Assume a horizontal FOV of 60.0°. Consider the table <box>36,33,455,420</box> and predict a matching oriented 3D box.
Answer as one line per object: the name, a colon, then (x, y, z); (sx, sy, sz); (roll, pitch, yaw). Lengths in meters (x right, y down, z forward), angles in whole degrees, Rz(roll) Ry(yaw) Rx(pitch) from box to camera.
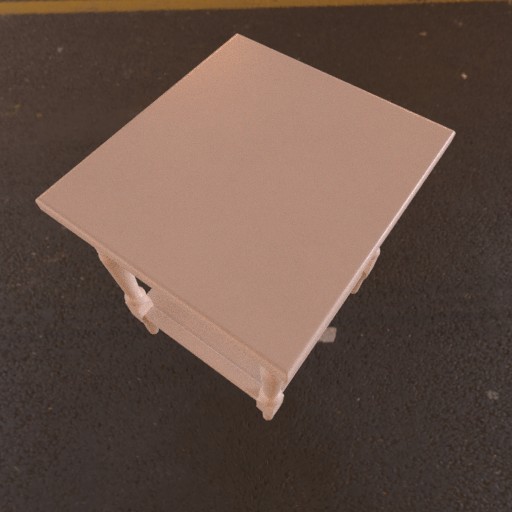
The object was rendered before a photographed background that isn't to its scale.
table: (0.000, 0.000, 0.919); (0.442, 0.565, 0.488); (32, 65, 17)
